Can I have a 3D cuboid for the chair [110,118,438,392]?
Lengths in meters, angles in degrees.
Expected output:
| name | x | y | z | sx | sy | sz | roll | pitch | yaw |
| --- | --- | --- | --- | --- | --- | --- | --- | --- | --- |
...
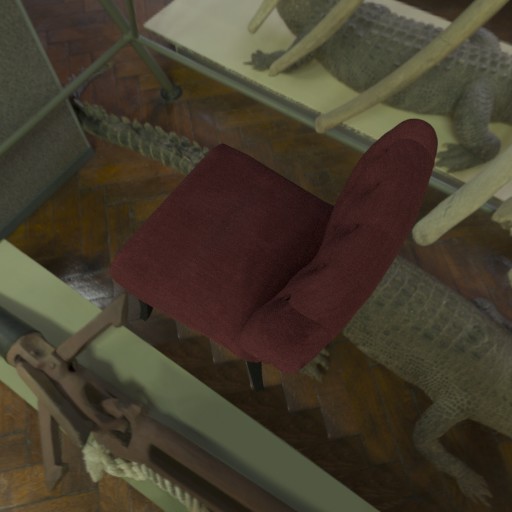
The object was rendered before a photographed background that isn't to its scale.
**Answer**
| name | x | y | z | sx | sy | sz | roll | pitch | yaw |
| --- | --- | --- | --- | --- | --- | --- | --- | --- | --- |
| chair | 0.000 | 0.000 | 1.160 | 0.605 | 0.750 | 0.582 | 30 | 67 | 15 |
